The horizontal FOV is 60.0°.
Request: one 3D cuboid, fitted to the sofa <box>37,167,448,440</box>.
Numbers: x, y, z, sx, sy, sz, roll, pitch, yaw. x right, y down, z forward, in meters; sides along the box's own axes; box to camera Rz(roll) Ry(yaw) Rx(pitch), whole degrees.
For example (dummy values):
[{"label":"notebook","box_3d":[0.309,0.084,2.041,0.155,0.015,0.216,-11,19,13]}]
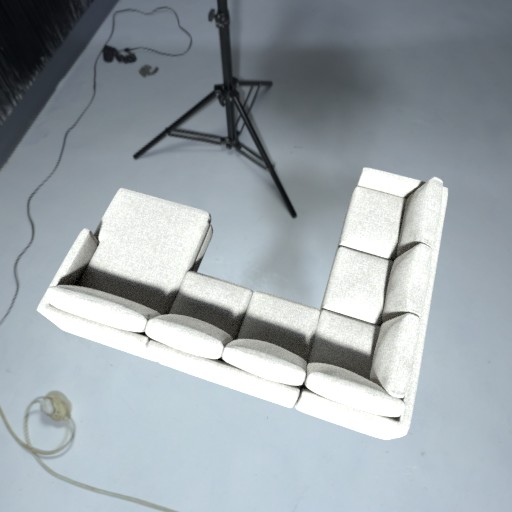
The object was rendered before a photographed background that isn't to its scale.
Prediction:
[{"label":"sofa","box_3d":[0.000,0.000,4.580,3.460,0.959,2.593,16,65,8]}]
